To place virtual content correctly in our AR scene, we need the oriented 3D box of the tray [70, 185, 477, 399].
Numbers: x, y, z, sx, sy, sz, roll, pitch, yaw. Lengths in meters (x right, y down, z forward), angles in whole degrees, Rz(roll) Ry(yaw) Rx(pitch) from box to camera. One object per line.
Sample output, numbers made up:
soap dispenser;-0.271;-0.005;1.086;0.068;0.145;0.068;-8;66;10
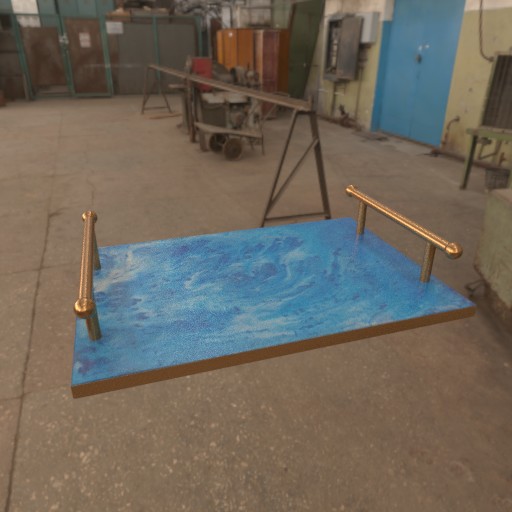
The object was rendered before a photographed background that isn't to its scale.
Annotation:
tray;0.000;0.000;0.573;0.444;0.084;0.304;-8;27;-16
